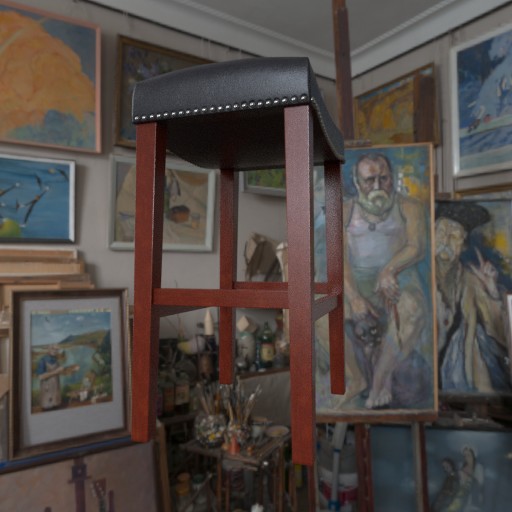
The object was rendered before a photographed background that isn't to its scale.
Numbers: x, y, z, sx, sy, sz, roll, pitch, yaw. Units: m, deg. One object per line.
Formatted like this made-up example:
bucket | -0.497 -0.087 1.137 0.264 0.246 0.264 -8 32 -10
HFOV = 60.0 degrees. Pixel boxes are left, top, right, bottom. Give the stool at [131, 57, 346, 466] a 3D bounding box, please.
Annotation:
stool | 0.000 0.000 1.057 0.372 0.742 0.504 0 -1 18
